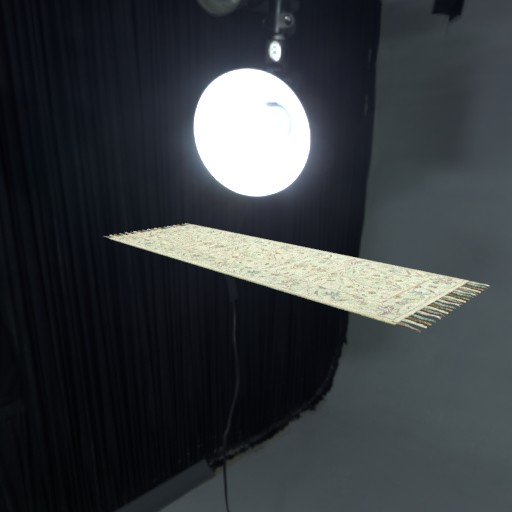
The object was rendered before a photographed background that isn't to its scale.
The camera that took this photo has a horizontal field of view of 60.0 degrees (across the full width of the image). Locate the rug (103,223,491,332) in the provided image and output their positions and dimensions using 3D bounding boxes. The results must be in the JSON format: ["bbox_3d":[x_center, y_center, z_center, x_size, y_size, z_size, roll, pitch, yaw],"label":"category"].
[{"bbox_3d":[0.000,0.000,2.711,2.440,0.013,0.769,14,20,43],"label":"rug"}]
